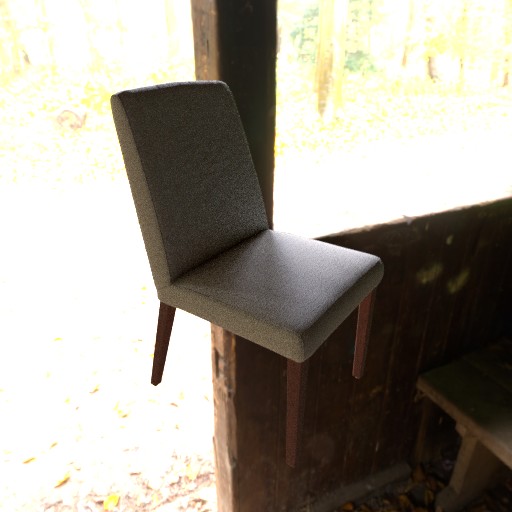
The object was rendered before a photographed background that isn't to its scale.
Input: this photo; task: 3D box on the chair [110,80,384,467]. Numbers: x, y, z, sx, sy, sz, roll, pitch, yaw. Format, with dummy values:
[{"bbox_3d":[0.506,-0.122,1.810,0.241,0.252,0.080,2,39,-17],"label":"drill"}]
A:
[{"bbox_3d":[0.000,0.000,1.259,0.594,0.900,0.480,17,31,31],"label":"chair"}]
